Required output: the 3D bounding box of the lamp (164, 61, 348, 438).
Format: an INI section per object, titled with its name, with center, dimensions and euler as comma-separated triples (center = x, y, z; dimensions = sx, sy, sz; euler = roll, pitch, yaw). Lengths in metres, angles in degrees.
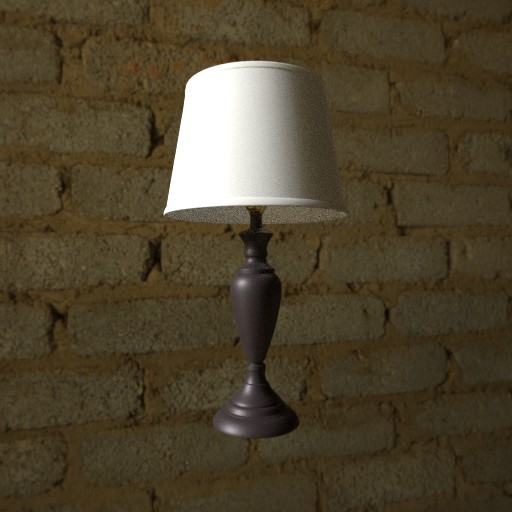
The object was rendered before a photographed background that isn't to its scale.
[lamp]
center = 0.000, 0.000, 0.821
dimensions = 0.335, 0.611, 0.335
euler = 0, -1, 0
